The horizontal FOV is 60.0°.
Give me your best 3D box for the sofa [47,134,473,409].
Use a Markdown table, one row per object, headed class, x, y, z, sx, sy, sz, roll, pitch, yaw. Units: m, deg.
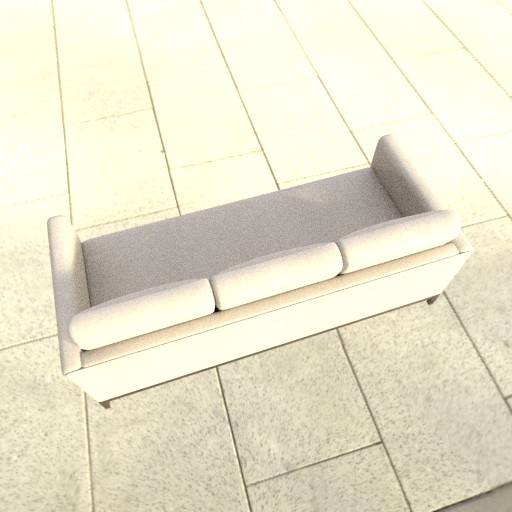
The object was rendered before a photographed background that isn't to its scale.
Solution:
| class | x | y | z | sx | sy | sz | roll | pitch | yaw |
| --- | --- | --- | --- | --- | --- | --- | --- | --- | --- |
| sofa | 0.000 | 0.000 | 2.654 | 2.210 | 0.838 | 0.959 | -16 | 59 | -10 |
